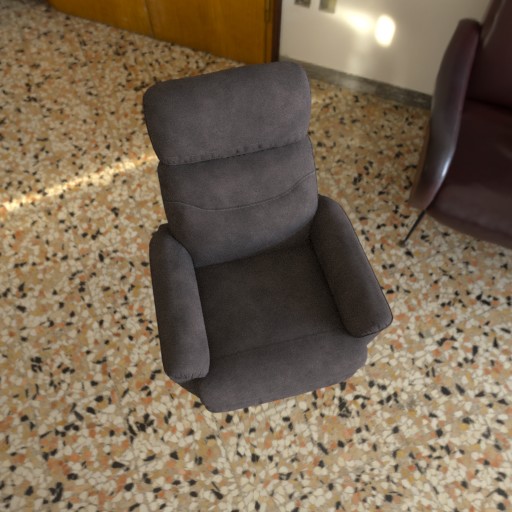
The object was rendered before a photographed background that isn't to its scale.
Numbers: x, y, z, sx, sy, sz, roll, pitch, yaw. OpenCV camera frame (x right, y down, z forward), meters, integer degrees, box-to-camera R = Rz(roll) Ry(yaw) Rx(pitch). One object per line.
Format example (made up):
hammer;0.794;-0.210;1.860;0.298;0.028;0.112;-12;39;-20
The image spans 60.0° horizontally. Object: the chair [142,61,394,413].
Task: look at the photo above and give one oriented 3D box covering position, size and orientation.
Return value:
chair;0.000;0.000;1.760;0.830;1.035;1.009;-12;63;-6
